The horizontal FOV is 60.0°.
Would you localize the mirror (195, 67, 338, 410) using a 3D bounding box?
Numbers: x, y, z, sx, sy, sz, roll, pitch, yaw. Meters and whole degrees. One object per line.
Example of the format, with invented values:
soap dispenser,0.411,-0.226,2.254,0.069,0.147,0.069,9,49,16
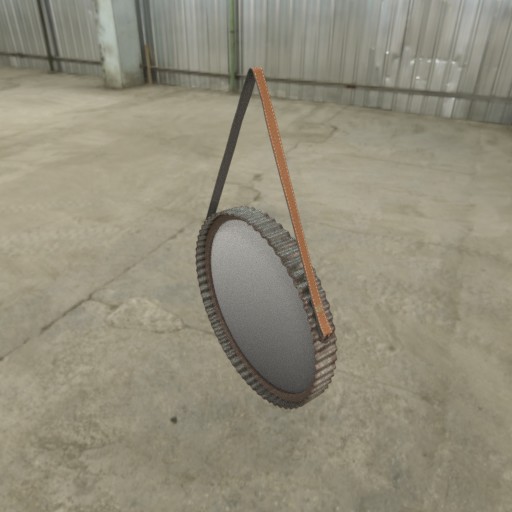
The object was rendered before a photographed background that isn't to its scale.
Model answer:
mirror,0.000,0.000,0.716,0.042,0.568,0.355,-21,37,-30
